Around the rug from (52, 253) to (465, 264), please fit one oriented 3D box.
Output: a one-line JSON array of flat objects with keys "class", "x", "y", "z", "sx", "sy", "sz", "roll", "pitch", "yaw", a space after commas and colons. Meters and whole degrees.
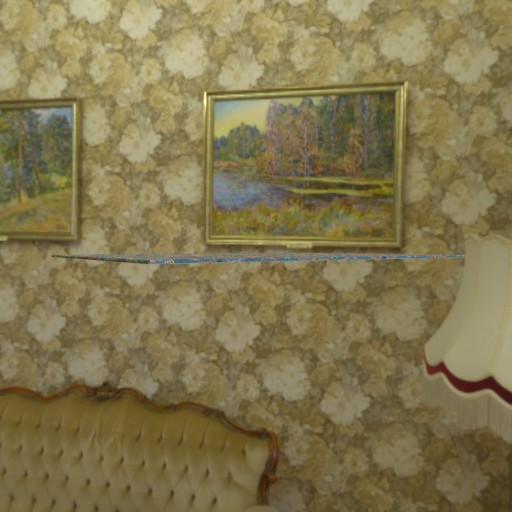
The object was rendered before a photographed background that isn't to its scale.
[{"class": "rug", "x": 0.000, "y": 0.000, "z": 4.303, "sx": 3.204, "sy": 0.025, "sz": 2.434, "roll": -1, "pitch": 1, "yaw": -36}]
